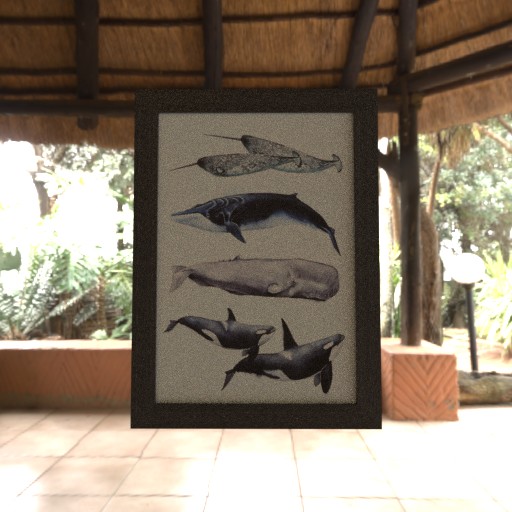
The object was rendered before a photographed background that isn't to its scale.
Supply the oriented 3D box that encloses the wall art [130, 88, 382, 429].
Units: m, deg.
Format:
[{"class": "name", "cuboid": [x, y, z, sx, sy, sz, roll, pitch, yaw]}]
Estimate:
[{"class": "wall art", "cuboid": [0.000, 0.000, 1.462, 0.810, 1.116, 0.016, 0, -3, 0]}]
